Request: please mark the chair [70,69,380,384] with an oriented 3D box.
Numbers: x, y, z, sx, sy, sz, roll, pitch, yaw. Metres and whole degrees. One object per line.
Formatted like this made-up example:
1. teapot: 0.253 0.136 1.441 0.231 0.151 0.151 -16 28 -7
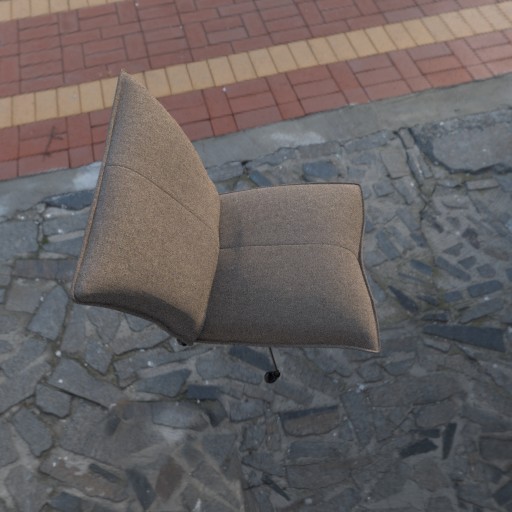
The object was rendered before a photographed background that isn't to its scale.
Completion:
1. chair: 0.000 0.000 1.288 0.696 0.811 0.597 2 63 1
